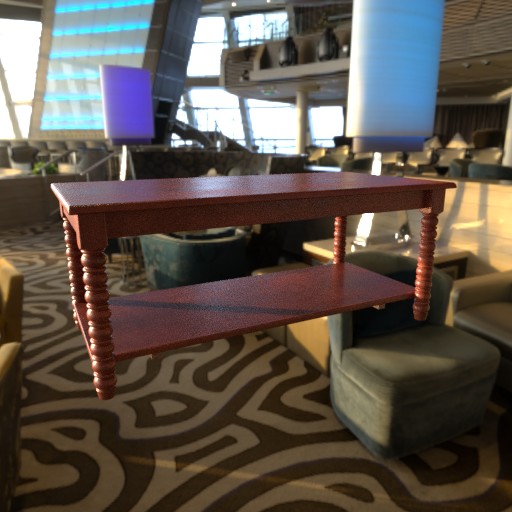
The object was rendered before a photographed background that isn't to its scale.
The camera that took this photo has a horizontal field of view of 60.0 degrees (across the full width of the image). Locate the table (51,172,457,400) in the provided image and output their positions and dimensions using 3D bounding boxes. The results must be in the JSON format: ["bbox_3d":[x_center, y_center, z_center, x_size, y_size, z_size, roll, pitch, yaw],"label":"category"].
[{"bbox_3d":[0.000,0.000,1.480,1.171,0.485,0.580,-7,16,-26],"label":"table"}]
